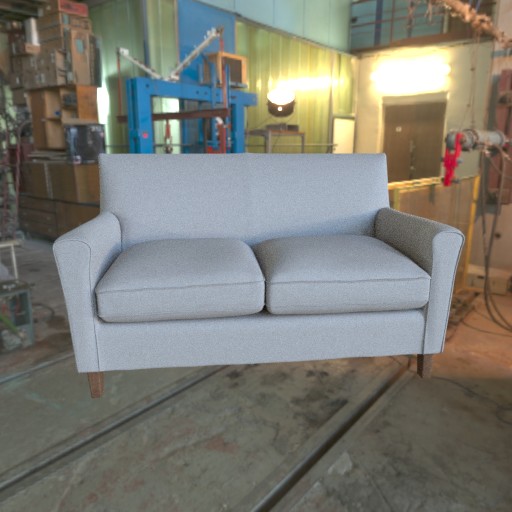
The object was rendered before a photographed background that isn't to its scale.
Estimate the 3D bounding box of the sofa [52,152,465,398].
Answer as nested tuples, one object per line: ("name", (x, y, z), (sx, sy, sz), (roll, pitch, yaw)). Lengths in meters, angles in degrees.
("sofa", (0.000, 0.000, 1.988), (1.482, 0.890, 0.888), (-2, 14, -6))
